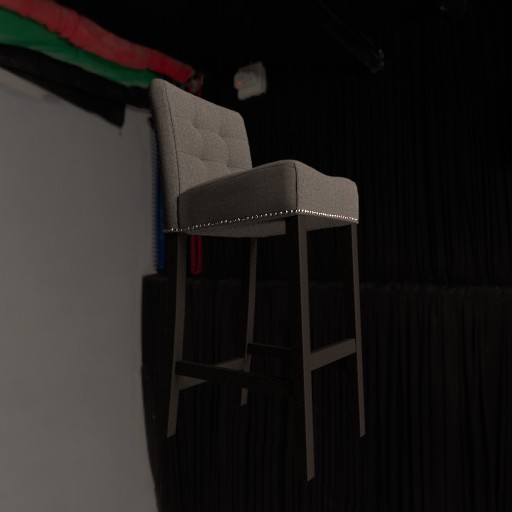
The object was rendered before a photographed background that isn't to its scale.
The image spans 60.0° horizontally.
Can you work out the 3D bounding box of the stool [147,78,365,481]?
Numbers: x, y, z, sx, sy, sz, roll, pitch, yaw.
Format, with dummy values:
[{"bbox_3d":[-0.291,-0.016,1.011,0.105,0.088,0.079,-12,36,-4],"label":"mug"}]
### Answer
[{"bbox_3d":[0.000,0.000,1.325,0.548,1.047,0.411,0,-1,36],"label":"stool"}]
